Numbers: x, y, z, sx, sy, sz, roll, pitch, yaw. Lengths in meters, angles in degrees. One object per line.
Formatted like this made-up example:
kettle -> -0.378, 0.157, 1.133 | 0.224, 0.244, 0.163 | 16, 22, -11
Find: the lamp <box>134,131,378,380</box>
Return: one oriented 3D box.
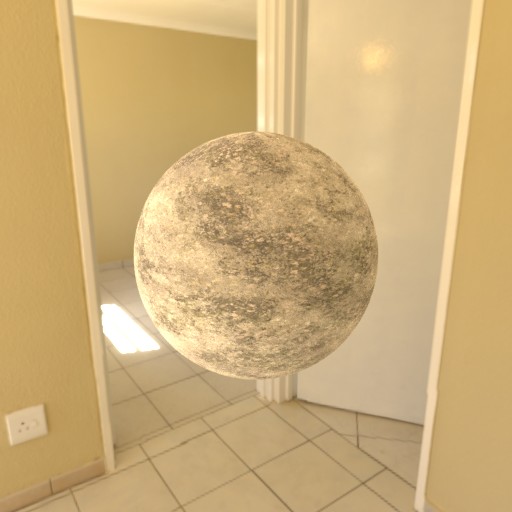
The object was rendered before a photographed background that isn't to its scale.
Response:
lamp -> 0.000, 0.000, 0.793 | 0.422, 0.429, 0.422 | 0, 16, 0
